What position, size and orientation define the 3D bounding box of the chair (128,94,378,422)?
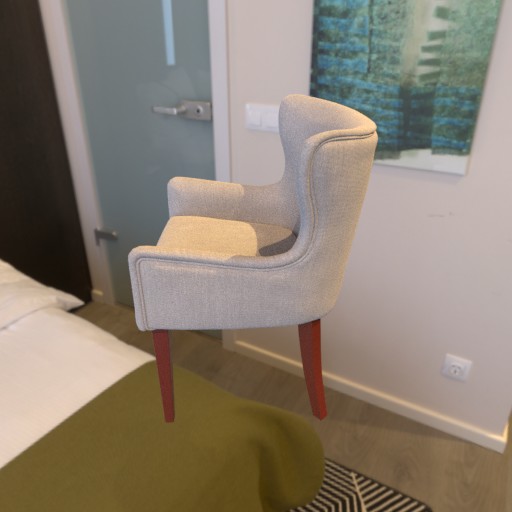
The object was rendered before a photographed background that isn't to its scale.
[{"bbox_3d":[0.000,0.000,1.481,0.677,0.948,0.732,0,27,0],"label":"chair"}]
